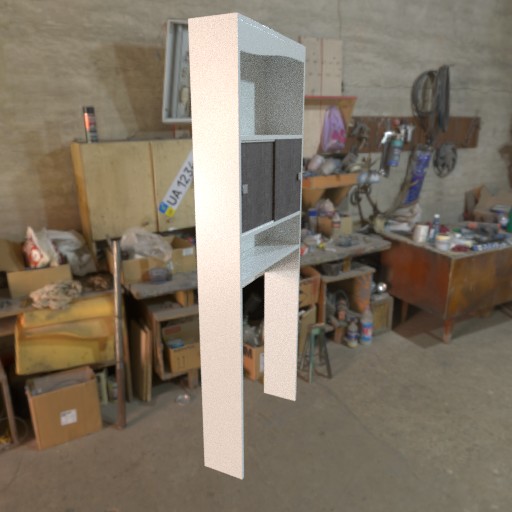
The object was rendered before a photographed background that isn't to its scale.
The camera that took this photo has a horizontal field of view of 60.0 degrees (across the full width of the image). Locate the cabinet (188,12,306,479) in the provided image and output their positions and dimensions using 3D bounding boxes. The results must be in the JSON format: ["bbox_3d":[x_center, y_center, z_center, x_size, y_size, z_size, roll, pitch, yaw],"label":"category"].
[{"bbox_3d":[0.000,0.000,1.945,0.192,1.770,0.643,7,17,25],"label":"cabinet"}]
